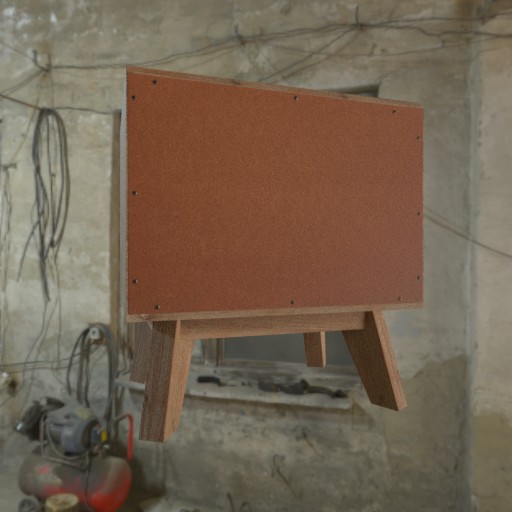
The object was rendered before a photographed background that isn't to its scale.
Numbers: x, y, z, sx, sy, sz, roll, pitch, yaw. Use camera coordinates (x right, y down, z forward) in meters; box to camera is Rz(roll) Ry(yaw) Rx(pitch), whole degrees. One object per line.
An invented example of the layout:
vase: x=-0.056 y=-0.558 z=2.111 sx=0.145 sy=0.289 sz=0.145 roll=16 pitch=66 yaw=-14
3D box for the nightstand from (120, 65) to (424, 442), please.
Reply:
nightstand: x=0.000 y=0.000 z=0.957 sx=0.552 sy=0.589 sz=0.396 roll=0 pitch=0 yaw=-18
